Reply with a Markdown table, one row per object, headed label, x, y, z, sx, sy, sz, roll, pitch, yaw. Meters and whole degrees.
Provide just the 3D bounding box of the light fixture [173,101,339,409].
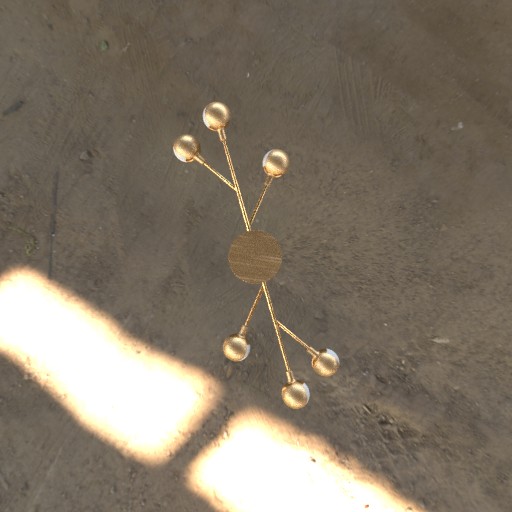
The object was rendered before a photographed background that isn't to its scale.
| label | x | y | z | sx | sy | sz | roll | pitch | yaw |
| --- | --- | --- | --- | --- | --- | --- | --- | --- | --- |
| light fixture | 0.000 | 0.000 | 1.016 | 0.434 | 0.362 | 0.778 | 0 | 91 | 0 |
